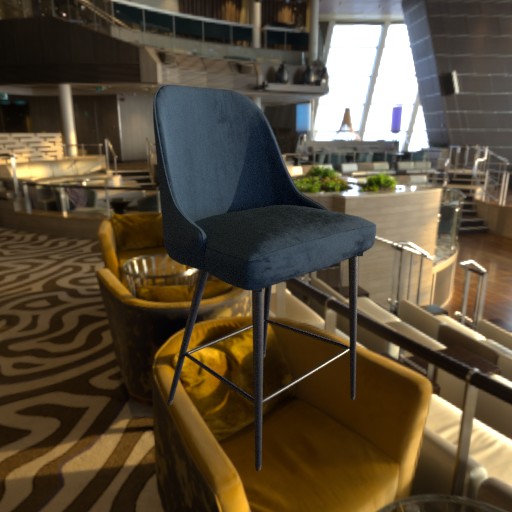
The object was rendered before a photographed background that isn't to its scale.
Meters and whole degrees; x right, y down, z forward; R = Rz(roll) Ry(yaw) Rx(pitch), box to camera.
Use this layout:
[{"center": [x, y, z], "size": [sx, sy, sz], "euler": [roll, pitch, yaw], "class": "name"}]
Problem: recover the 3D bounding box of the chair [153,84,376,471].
[{"center": [0.000, 0.000, 1.251], "size": [0.489, 0.927, 0.526], "euler": [15, 21, 43], "class": "chair"}]
